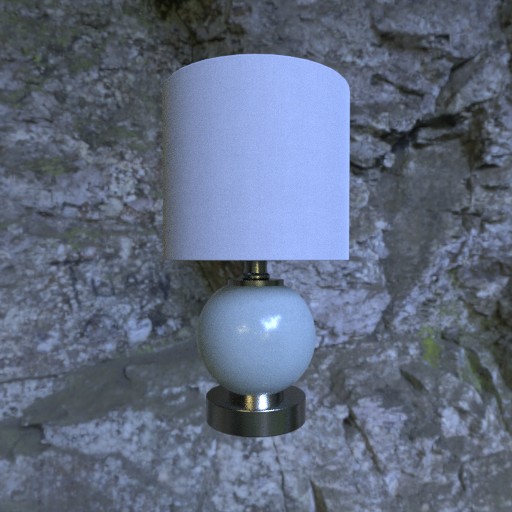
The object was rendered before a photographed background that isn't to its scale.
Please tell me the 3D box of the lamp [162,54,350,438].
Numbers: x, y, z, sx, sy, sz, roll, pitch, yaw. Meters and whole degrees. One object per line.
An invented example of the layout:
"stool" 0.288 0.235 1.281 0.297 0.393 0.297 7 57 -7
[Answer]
"lamp" 0.000 0.000 0.485 0.201 0.353 0.201 0 0 -1
